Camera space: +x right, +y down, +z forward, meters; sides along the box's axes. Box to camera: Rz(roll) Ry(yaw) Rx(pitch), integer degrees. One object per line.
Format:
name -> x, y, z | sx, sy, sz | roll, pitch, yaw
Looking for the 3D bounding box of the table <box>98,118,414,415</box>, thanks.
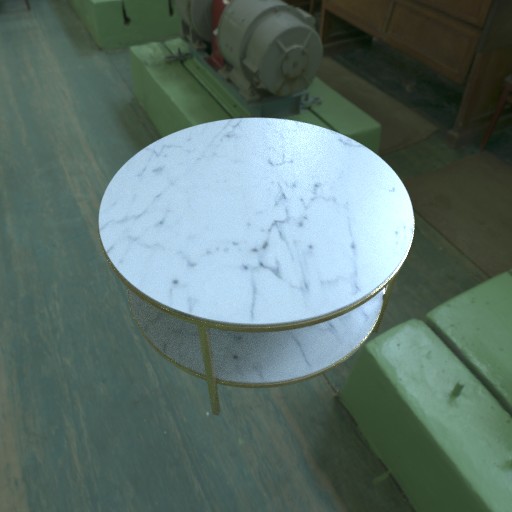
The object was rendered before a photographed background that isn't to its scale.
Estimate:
table -> 0.000, 0.000, 1.311 | 0.800, 0.450, 0.800 | 0, 47, 0
